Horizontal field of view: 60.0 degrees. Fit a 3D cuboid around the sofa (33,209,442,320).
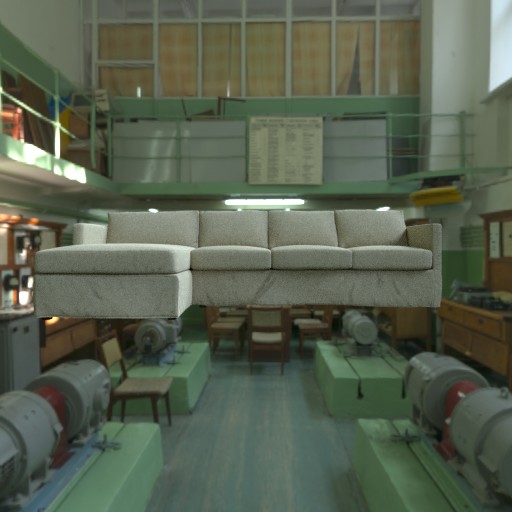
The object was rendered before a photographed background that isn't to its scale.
[{"bbox_3d":[0.000,0.000,3.897,3.205,0.922,1.650,0,1,0],"label":"sofa"}]
